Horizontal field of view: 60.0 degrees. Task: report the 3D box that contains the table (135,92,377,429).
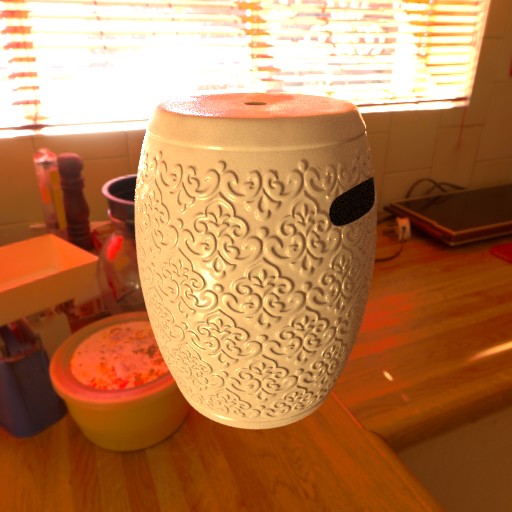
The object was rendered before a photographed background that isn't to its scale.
[{"bbox_3d":[0.000,0.000,0.600,0.309,0.397,0.309,0,26,0],"label":"table"}]
